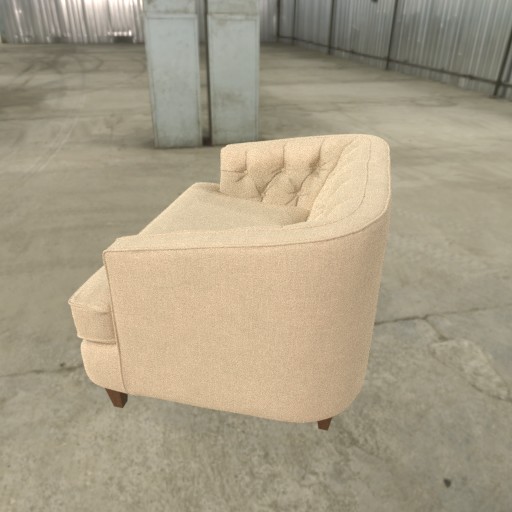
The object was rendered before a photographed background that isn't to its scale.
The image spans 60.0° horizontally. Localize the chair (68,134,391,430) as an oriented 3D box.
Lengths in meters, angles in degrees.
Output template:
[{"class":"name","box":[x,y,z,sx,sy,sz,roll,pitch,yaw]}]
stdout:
[{"class":"chair","box":[0.000,0.000,1.710,0.914,0.787,1.118,7,30,13]}]
